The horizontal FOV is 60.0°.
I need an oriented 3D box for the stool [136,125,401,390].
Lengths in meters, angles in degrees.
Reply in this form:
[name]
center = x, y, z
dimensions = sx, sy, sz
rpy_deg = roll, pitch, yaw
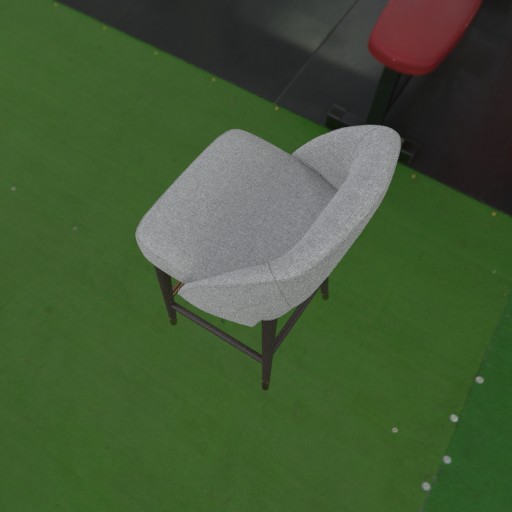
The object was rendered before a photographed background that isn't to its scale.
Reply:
[stool]
center = 0.000, 0.000, 1.279
dimensions = 0.509, 1.037, 0.494
rpy_deg = 32, 68, 14
